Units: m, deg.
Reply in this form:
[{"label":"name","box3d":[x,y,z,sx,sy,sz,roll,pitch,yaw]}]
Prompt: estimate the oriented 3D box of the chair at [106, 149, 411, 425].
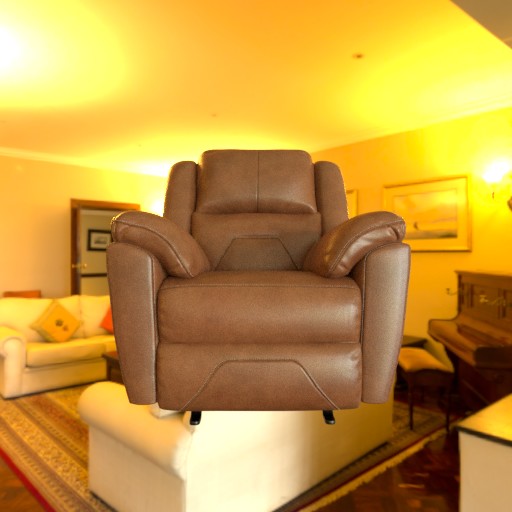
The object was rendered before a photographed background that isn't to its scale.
[{"label":"chair","box3d":[0.000,0.000,1.876,0.990,1.093,1.041,0,0,-1]}]
